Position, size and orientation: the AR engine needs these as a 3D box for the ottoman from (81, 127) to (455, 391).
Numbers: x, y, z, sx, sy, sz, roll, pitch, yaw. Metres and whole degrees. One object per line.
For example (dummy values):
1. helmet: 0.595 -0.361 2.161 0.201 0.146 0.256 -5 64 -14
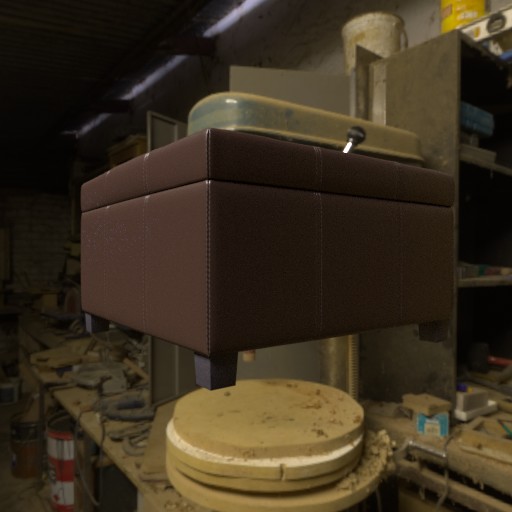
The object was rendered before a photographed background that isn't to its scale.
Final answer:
1. ottoman: 0.000 0.000 1.283 0.788 0.460 0.787 0 0 -36
